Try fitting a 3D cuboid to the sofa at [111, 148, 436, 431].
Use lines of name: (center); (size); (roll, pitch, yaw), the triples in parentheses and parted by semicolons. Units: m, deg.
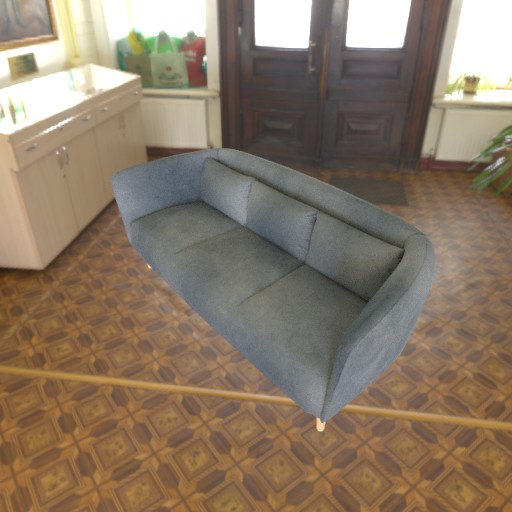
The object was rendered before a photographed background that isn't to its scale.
sofa: (0.000, 0.000, 2.541); (0.849, 0.795, 2.095); (-21, 37, -31)
